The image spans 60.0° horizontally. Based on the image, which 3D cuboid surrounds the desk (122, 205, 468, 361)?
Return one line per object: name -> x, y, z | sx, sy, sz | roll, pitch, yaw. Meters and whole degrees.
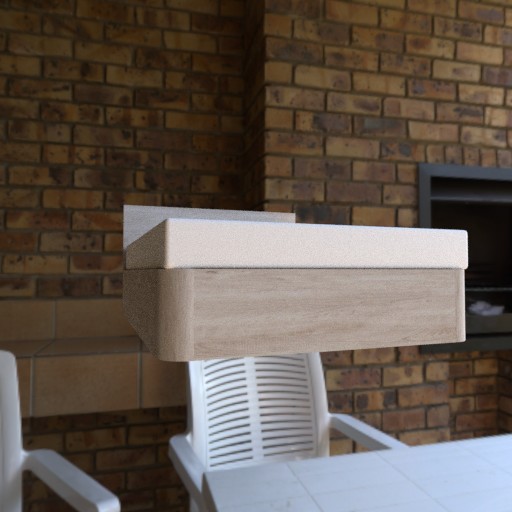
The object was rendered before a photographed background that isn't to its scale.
desk -> 0.000, 0.000, 2.637 | 1.400, 0.800, 1.900 | 1, -2, -20
